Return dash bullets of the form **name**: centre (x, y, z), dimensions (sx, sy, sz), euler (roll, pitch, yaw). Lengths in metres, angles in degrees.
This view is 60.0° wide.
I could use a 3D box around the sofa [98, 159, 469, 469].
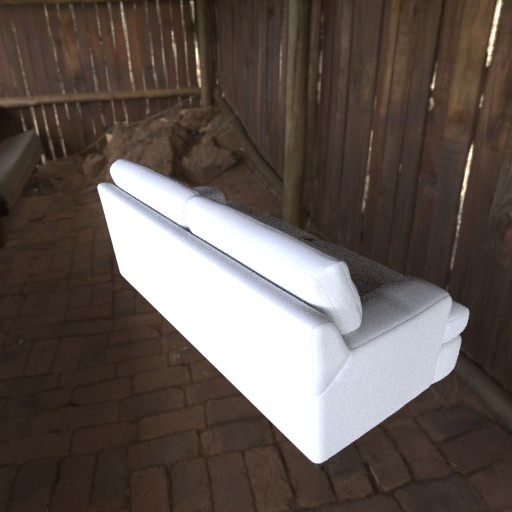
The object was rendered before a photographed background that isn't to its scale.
- **sofa**: centre (0.000, 0.000, 2.711), dimensions (1.143, 0.940, 2.261), euler (-18, 31, -33)
